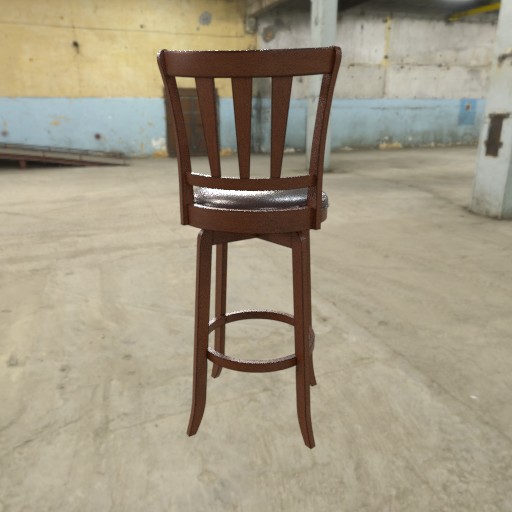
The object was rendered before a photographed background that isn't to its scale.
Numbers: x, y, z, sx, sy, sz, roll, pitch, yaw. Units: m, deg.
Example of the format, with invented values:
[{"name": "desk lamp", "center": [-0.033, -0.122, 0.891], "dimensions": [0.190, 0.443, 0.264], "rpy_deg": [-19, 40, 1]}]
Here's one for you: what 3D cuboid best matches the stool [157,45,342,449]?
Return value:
[{"name": "stool", "center": [0.000, 0.000, 1.422], "dimensions": [0.464, 1.177, 0.503], "rpy_deg": [2, 18, 8]}]
